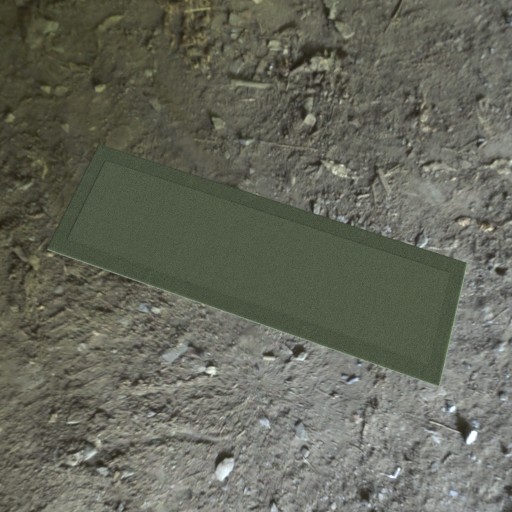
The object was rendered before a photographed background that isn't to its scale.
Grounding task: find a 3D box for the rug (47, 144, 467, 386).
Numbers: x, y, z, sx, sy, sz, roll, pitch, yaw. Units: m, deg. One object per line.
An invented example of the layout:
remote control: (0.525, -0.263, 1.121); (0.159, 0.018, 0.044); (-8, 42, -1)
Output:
rug: (0.000, 0.000, 2.675); (2.430, 0.012, 0.759); (19, 75, 5)
